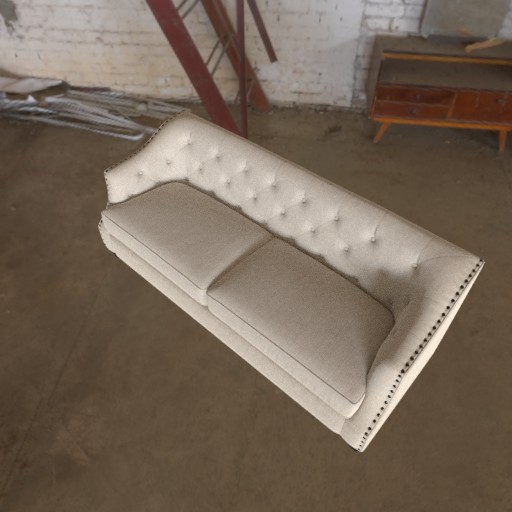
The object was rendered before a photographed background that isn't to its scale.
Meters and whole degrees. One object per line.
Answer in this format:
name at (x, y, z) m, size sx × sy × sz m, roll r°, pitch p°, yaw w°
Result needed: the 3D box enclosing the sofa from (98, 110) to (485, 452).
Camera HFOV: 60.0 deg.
sofa at (0.000, 0.000, 2.750) m, size 2.235 × 0.901 × 0.914 m, roll 33°, pitch 55°, yaw 27°
